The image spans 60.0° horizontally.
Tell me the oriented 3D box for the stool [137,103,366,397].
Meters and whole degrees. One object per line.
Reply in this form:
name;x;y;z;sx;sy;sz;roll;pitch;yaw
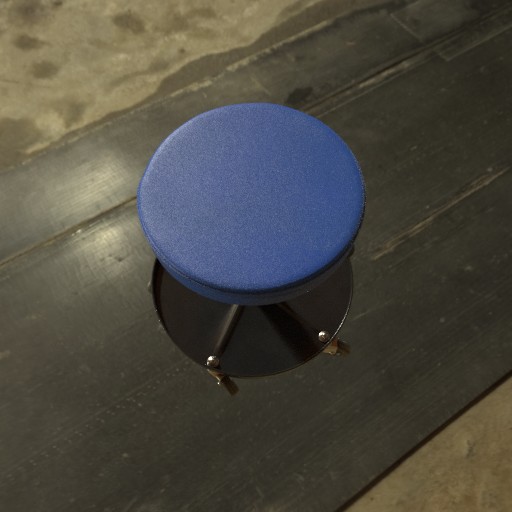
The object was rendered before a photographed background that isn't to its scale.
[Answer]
stool;0.000;0.000;0.684;0.382;0.365;0.381;17;65;8
